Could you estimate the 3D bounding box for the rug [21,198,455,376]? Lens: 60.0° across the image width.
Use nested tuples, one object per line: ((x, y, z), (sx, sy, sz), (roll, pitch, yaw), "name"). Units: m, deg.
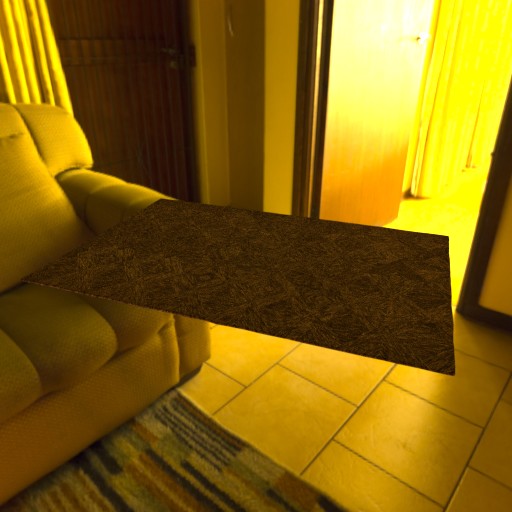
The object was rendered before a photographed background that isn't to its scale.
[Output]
((0.000, 0.000, 2.198), (1.808, 0.011, 1.189), (9, 28, 18), "rug")
